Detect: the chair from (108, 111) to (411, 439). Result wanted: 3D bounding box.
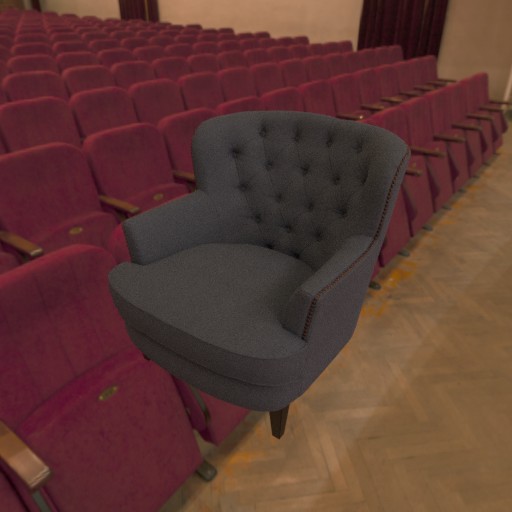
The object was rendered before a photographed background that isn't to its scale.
[{"bbox_3d":[0.000,0.000,1.606,0.848,0.868,0.906,19,34,31],"label":"chair"}]
